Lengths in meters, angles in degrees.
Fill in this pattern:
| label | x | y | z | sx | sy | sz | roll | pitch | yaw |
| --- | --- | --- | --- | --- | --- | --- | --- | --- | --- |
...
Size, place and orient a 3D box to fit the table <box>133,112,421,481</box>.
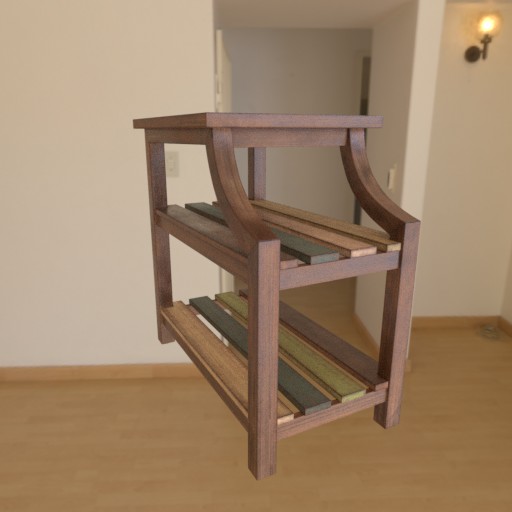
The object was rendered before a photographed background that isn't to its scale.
| label | x | y | z | sx | sy | sz | roll | pitch | yaw |
| --- | --- | --- | --- | --- | --- | --- | --- | --- | --- |
| table | 0.000 | 0.000 | 0.976 | 0.356 | 0.584 | 0.609 | -8 | 18 | -27 |
